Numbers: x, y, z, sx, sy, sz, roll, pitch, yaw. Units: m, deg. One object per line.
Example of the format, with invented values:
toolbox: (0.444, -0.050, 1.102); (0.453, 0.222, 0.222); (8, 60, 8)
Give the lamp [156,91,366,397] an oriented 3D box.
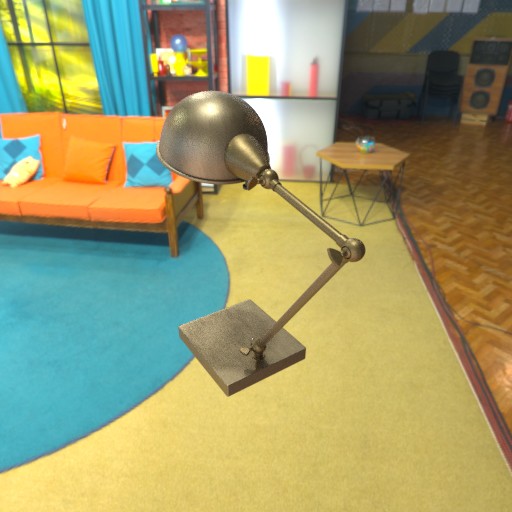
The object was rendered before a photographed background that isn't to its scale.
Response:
lamp: (0.000, 0.000, 0.563); (0.149, 0.371, 0.339); (-18, 34, -29)
